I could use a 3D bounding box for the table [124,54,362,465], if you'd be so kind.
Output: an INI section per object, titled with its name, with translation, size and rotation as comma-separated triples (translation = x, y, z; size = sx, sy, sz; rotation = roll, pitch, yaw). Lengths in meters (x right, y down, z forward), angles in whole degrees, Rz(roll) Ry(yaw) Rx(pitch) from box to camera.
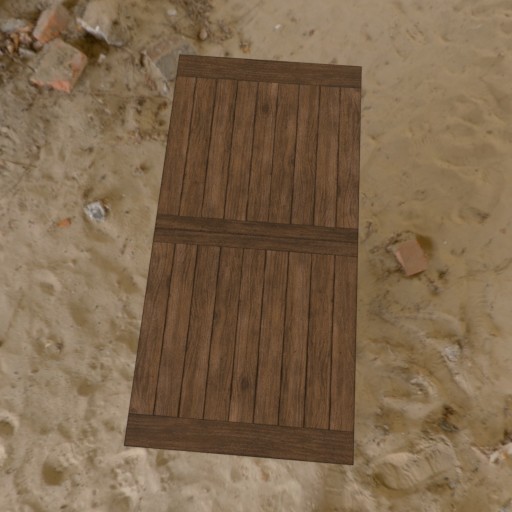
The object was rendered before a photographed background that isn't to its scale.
[table]
translation = 0.000, 0.000, 2.388
size = 0.931, 0.757, 1.867
rotation = 4, 75, 1
